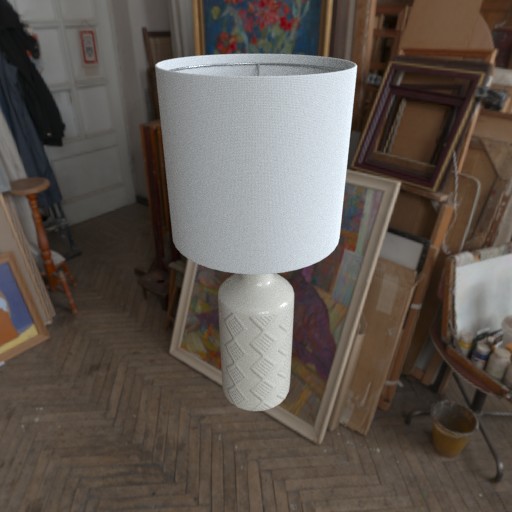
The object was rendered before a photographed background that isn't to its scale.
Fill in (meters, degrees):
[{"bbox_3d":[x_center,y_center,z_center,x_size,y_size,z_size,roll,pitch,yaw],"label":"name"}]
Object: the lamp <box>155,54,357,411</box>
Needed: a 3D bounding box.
[{"bbox_3d":[0.000,0.000,0.574,0.207,0.461,0.207,1,29,2],"label":"lamp"}]
